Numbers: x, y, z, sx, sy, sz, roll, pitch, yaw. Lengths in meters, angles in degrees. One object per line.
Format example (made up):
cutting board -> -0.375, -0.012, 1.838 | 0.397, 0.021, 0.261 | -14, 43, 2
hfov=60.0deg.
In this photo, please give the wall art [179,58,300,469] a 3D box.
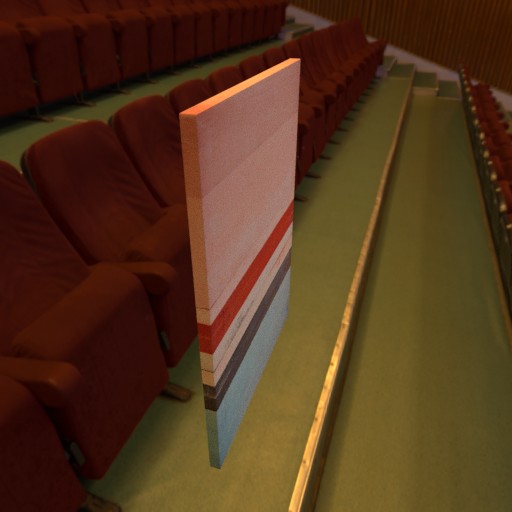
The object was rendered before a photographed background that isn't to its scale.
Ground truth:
wall art -> 0.000, 0.000, 1.348 | 0.039, 1.016, 0.761 | 10, 32, 16
